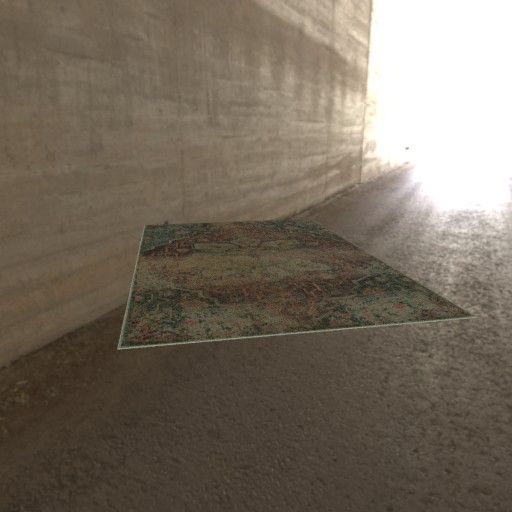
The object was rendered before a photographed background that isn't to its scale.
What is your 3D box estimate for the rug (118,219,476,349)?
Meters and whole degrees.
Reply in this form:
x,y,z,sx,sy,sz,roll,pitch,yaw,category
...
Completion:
x,y,z,sx,sy,sz,roll,pitch,yaw,category
0.000,0.000,2.912,1.566,0.004,2.363,-3,16,-10,rug
